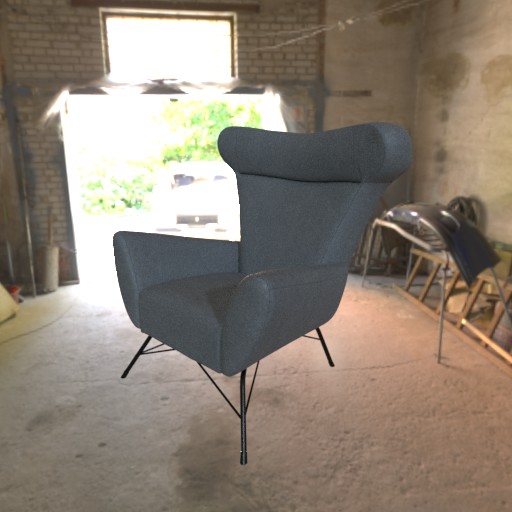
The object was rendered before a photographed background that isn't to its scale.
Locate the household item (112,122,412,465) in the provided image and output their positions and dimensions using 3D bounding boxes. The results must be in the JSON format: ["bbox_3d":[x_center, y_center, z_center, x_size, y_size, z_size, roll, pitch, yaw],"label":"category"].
[{"bbox_3d":[0.000,0.000,1.823,0.980,1.050,0.900,14,20,43],"label":"household item"}]
